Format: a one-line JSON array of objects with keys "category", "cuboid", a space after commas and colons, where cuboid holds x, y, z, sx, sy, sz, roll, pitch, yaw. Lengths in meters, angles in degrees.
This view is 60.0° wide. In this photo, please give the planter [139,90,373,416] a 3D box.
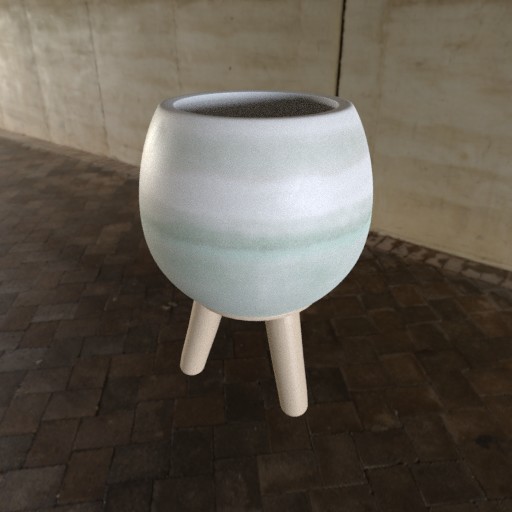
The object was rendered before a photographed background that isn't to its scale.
[{"category": "planter", "cuboid": [0.000, 0.000, 0.337, 0.161, 0.224, 0.161, 0, 27, 0]}]
